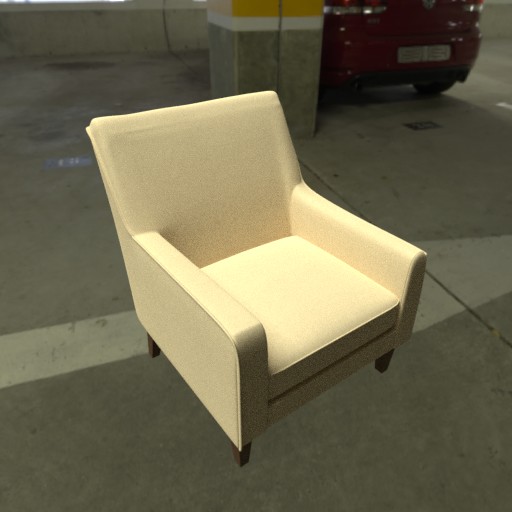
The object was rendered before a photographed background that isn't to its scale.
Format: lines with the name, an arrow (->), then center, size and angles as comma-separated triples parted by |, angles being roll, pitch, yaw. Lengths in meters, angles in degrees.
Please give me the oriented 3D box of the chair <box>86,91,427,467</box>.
chair -> 0.000, 0.000, 1.593 | 0.780, 0.919, 0.899 | -21, 38, -30
